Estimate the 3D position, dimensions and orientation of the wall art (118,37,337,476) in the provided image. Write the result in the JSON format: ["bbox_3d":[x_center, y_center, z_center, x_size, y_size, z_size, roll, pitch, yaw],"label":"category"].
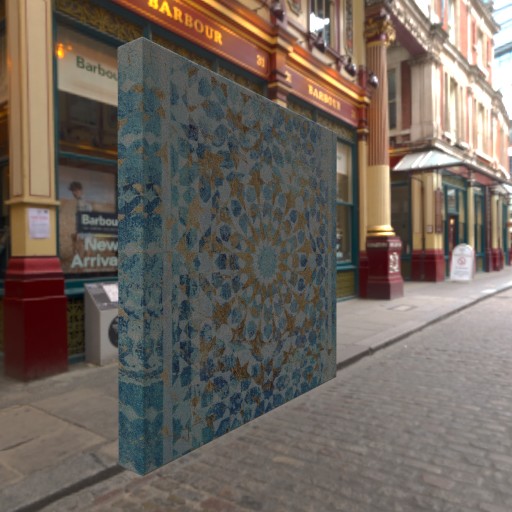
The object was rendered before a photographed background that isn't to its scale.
[{"bbox_3d":[0.000,0.000,0.582,0.037,0.405,0.405,0,1,36],"label":"wall art"}]
